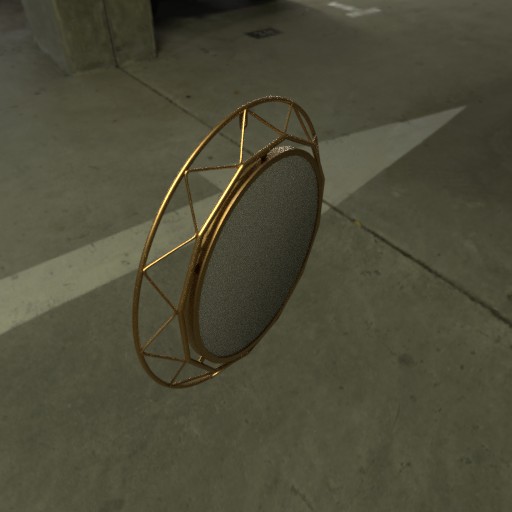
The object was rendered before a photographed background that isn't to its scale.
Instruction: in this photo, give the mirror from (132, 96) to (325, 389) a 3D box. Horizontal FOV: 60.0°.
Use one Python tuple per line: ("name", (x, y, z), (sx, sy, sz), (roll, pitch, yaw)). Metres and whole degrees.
("mirror", (0.000, 0.000, 0.666), (0.043, 0.454, 0.454), (24, 47, 25))
